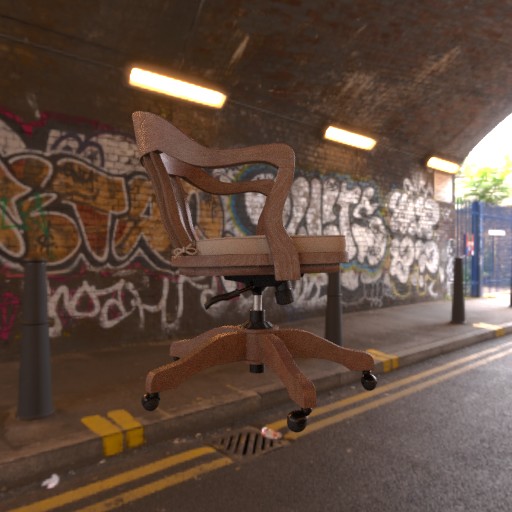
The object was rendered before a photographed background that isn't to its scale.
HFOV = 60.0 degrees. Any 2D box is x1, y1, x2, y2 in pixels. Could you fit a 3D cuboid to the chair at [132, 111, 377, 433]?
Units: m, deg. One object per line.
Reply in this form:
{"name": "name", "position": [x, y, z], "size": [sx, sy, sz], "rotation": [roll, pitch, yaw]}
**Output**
{"name": "chair", "position": [0.000, 0.000, 1.455], "size": [0.788, 0.878, 0.750], "rotation": [0, 0, -2]}
